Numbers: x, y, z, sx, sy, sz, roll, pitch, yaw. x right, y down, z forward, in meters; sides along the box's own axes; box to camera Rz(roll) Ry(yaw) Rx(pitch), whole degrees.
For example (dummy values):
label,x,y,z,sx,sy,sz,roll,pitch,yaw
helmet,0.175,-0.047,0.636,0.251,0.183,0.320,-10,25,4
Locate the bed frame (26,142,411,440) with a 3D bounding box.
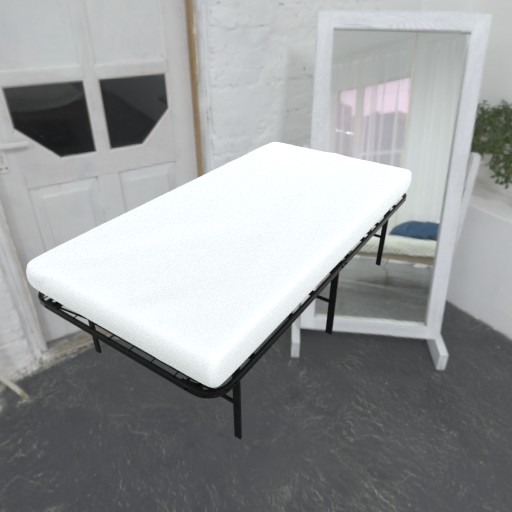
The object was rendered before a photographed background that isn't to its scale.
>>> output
label,x,y,z,sx,sy,sz,roll,pitch,yaw
bed frame,0.000,0.000,2.335,0.989,0.619,1.903,20,37,28
